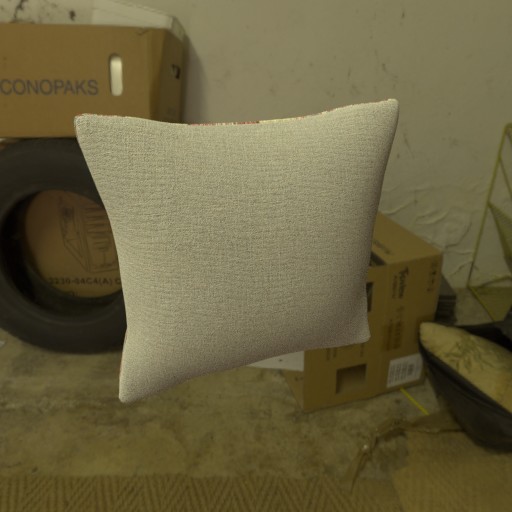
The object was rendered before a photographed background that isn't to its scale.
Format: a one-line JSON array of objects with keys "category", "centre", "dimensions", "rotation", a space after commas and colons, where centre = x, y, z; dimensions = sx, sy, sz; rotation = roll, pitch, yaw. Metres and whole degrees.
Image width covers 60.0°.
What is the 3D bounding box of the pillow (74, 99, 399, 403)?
[{"category": "pillow", "centre": [0.000, 0.000, 0.644], "dimensions": [0.437, 0.419, 0.136], "rotation": [-9, 28, -19]}]
